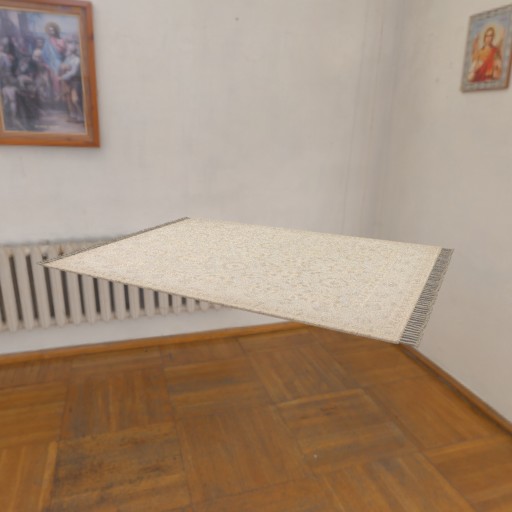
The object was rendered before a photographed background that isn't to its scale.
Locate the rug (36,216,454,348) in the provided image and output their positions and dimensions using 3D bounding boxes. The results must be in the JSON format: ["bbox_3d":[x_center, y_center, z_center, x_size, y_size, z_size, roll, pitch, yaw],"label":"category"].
[{"bbox_3d":[0.000,0.000,2.267,1.771,0.015,1.223,9,19,27],"label":"rug"}]
